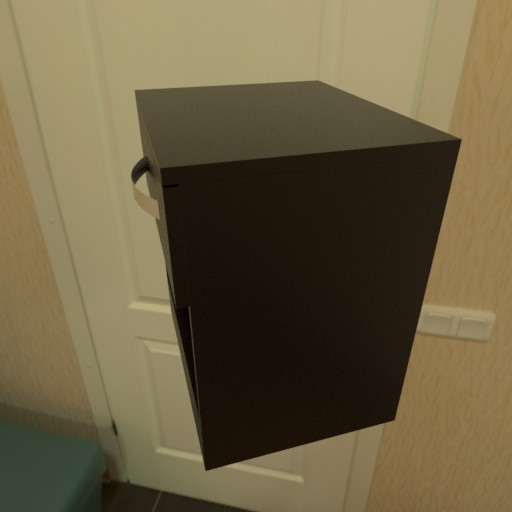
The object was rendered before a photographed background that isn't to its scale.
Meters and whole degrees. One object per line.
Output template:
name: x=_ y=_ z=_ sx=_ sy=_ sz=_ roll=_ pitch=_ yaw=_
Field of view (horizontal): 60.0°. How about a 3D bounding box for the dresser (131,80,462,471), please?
dresser: x=0.000 y=0.000 z=0.735 sx=0.360 sy=0.470 sz=0.400 roll=-9 pitch=32 yaw=-14
